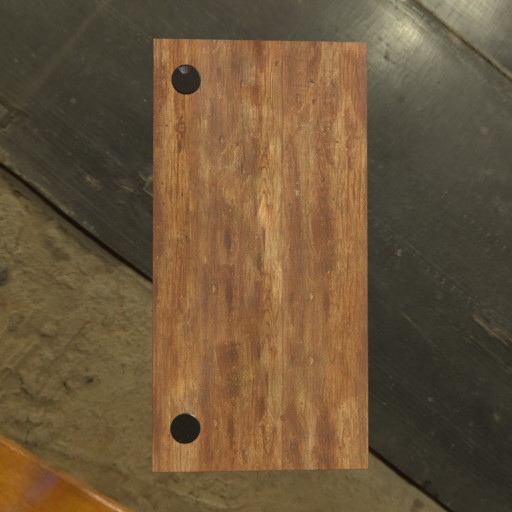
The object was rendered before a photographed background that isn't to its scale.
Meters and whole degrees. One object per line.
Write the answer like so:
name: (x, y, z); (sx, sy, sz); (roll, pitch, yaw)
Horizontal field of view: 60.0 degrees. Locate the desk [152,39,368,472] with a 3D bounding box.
desk: (0.000, 0.000, 1.607); (0.600, 0.749, 1.200); (0, 89, -2)
